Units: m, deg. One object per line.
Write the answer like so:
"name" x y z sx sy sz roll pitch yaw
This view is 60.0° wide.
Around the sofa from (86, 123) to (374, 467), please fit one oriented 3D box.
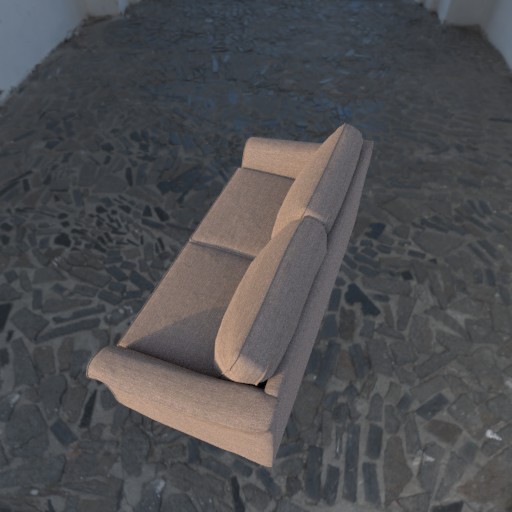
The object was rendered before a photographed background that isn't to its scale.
"sofa" 0.000 0.000 2.803 0.980 0.965 2.270 16 49 14
